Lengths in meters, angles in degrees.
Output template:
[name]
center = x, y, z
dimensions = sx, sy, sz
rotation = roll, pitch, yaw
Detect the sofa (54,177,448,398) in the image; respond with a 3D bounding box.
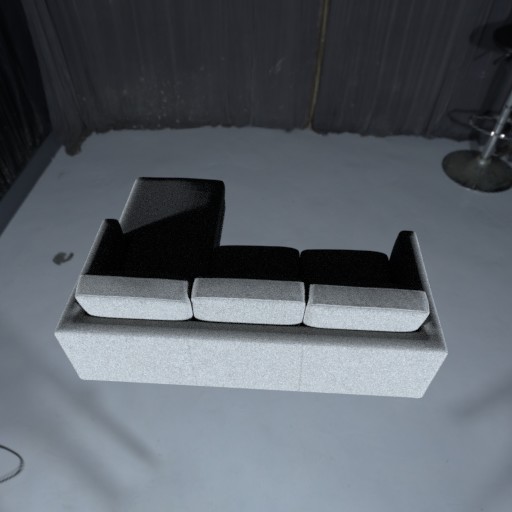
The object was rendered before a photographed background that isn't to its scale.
[sofa]
center = 0.000, 0.000, 3.011
dimensions = 2.055, 0.957, 1.667
rotation = 2, 47, 2
